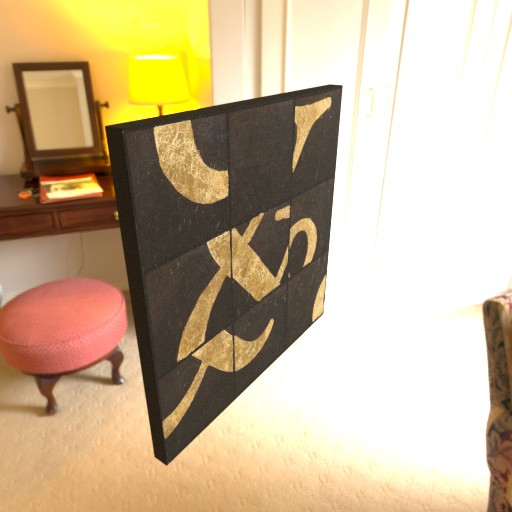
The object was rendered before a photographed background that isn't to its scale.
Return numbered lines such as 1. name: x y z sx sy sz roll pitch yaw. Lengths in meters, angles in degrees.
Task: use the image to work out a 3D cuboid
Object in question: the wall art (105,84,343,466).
1. wall art: 0.000 0.000 1.132 0.044 0.758 0.758 18 32 32
